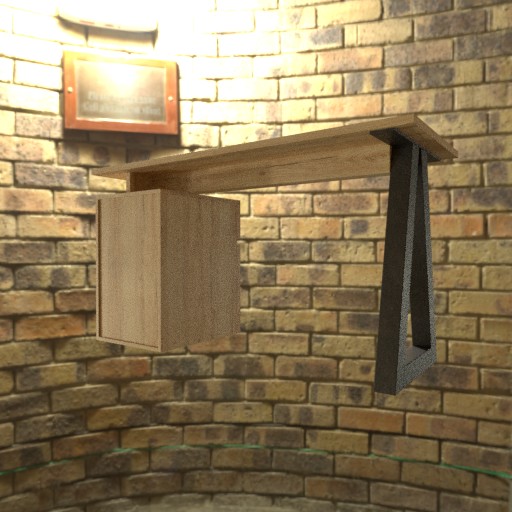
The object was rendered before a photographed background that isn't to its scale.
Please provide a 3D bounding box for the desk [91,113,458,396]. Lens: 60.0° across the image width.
[{"bbox_3d":[0.000,0.000,1.787,1.400,0.760,0.550,1,1,36],"label":"desk"}]
